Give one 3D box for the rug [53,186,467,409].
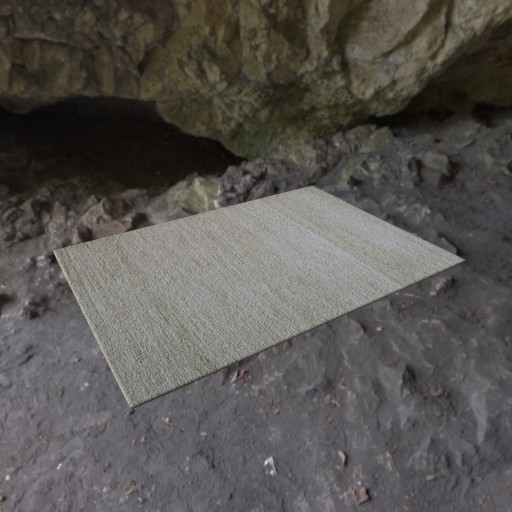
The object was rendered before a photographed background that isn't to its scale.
[{"bbox_3d":[0.000,0.000,2.975,2.270,0.017,1.606,-18,35,-28],"label":"rug"}]
